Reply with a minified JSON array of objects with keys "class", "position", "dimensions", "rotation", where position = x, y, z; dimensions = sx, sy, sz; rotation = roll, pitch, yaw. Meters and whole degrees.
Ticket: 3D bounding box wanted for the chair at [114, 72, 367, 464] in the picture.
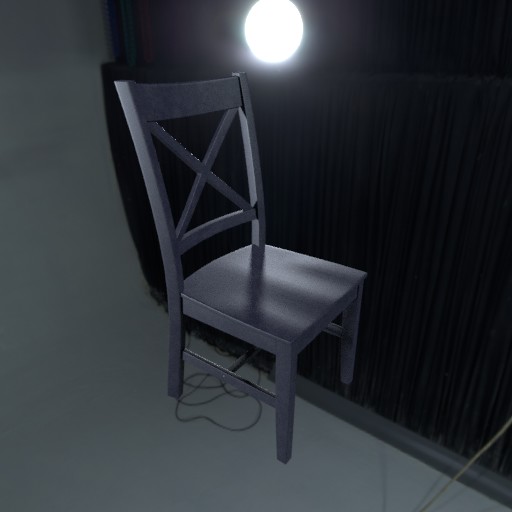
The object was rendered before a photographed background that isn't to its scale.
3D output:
[{"class":"chair","position":[0.000,0.000,1.325],"dimensions":[0.542,0.983,0.485],"rotation":[18,31,32]}]
